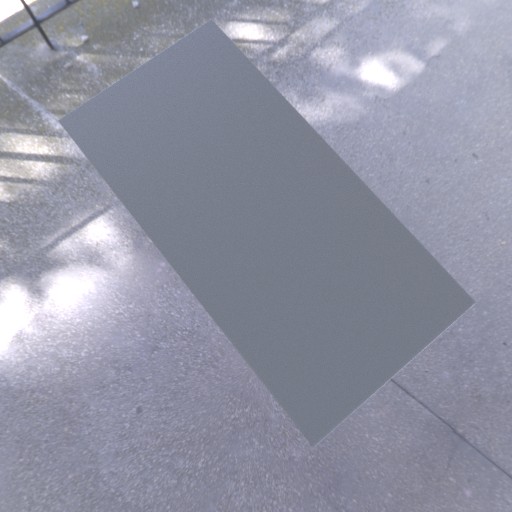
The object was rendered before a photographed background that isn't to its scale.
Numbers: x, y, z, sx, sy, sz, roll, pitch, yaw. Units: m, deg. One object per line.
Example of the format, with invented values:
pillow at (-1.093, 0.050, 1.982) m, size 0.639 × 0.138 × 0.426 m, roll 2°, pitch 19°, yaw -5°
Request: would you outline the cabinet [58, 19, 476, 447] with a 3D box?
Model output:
cabinet at (0.000, 0.000, 1.238) m, size 0.396 × 0.780 × 0.801 m, roll -38°, pitch 79°, yaw -9°
